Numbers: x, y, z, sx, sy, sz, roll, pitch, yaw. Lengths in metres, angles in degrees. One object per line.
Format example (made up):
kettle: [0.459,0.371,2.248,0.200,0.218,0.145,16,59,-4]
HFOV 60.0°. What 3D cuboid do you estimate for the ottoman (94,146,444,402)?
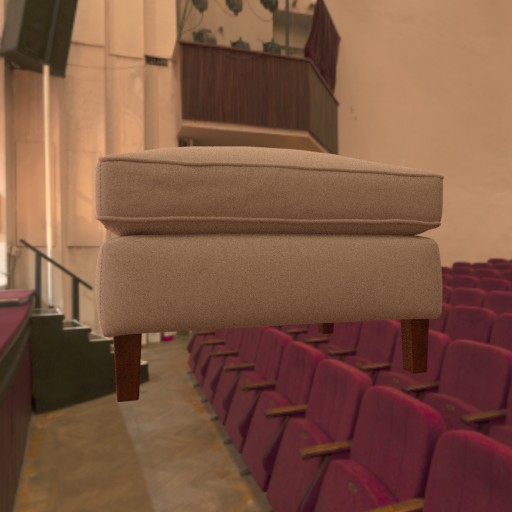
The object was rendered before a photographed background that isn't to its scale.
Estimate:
ottoman: [0.000,0.000,0.998,0.665,0.456,0.501,0,1,-17]
